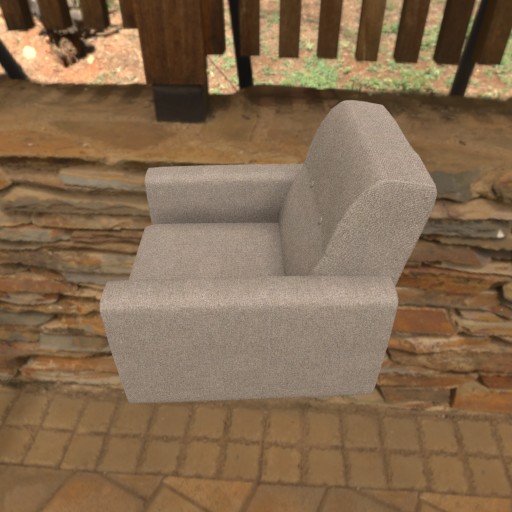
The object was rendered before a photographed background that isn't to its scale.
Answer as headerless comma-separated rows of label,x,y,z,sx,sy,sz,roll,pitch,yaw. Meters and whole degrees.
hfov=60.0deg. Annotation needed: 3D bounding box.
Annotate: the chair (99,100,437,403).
chair,0.000,0.000,1.645,0.942,0.968,0.845,-1,39,-1
